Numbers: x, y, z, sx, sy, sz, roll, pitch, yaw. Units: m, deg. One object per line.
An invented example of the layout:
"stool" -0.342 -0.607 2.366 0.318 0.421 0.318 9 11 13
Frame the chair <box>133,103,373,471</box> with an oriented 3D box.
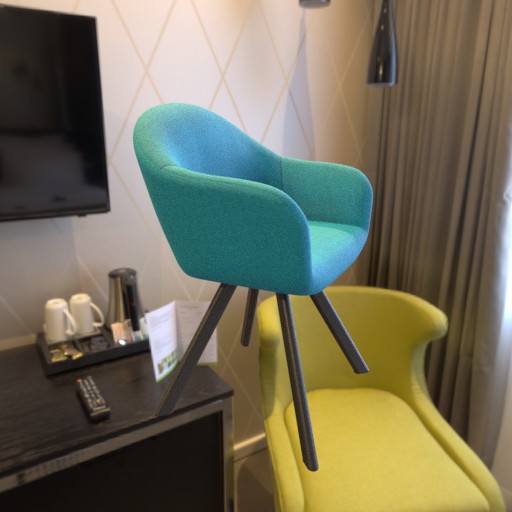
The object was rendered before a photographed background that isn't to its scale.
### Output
"chair" 0.000 0.000 1.196 0.550 0.795 0.590 8 17 26
